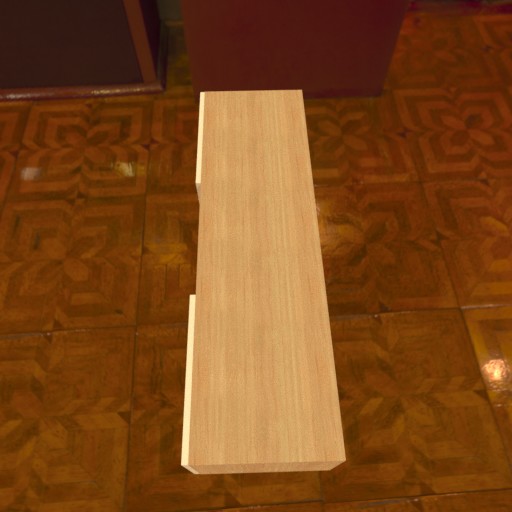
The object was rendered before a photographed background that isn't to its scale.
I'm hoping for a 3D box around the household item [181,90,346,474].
[{"bbox_3d":[0.000,0.000,1.613,0.420,0.310,1.400,-1,60,-1],"label":"household item"}]
